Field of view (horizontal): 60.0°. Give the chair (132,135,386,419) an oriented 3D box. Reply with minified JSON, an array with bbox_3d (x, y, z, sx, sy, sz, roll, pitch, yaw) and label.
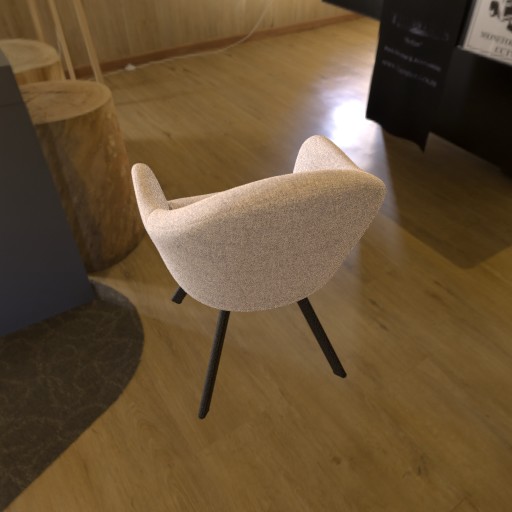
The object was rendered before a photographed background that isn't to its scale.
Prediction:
[{"bbox_3d":[0.000,0.000,1.174,0.540,0.780,0.570,-12,44,-13],"label":"chair"}]
